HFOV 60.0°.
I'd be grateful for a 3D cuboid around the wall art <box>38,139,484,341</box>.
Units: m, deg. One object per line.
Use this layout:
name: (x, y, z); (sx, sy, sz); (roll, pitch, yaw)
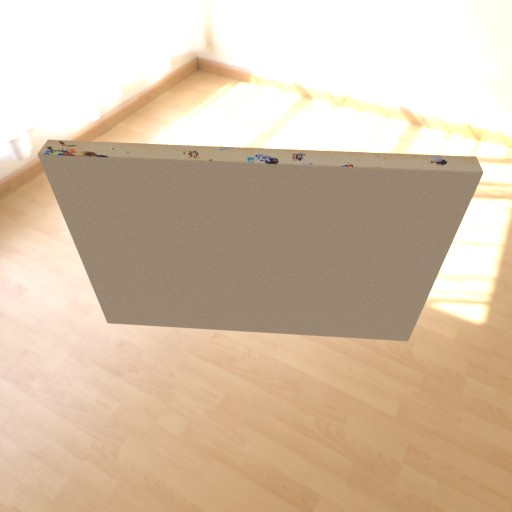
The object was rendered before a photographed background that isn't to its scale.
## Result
wall art: (0.000, 0.000, 1.118); (0.894, 0.595, 0.057); (3, 46, 3)
